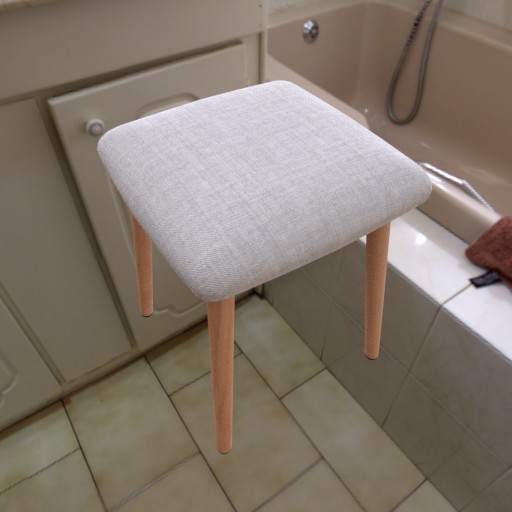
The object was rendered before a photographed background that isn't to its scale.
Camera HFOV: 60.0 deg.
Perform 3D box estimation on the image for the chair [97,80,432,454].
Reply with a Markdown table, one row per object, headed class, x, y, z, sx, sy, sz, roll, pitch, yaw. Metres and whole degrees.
| class | x | y | z | sx | sy | sz | roll | pitch | yaw |
| --- | --- | --- | --- | --- | --- | --- | --- | --- | --- |
| chair | 0.000 | 0.000 | 0.717 | 0.350 | 0.440 | 0.350 | -25 | 51 | -22 |
